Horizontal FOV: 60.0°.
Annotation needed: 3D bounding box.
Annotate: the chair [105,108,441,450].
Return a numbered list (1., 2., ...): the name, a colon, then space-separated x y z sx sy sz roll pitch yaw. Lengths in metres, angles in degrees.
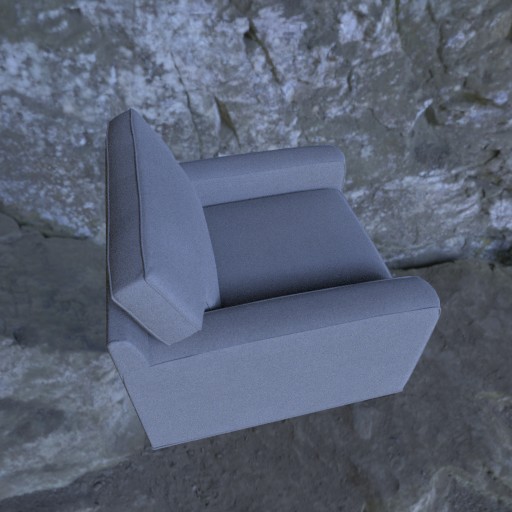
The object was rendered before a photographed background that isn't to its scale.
1. chair: 0.000 0.000 1.769 1.044 0.934 0.999 -10 47 -9
